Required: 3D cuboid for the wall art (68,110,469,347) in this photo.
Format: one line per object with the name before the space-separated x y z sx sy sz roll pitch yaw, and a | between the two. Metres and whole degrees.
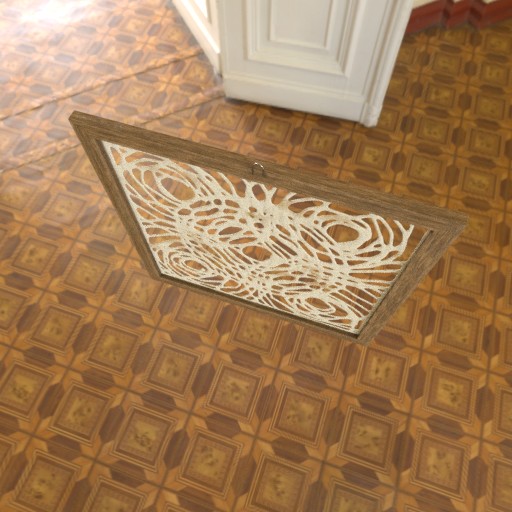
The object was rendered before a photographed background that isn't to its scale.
wall art | 0.000 0.000 0.838 0.561 0.576 0.021 17 64 8
